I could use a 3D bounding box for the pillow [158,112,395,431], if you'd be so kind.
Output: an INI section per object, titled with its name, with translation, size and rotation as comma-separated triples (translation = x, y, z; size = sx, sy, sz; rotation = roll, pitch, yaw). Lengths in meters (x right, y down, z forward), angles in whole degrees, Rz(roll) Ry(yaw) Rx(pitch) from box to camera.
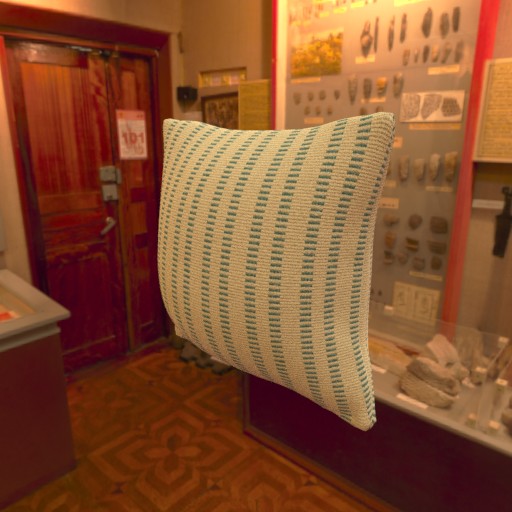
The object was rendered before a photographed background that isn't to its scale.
[pillow]
translation = 0.000, 0.000, 0.694
size = 0.438, 0.419, 0.247
rotation = 15, 21, 41
